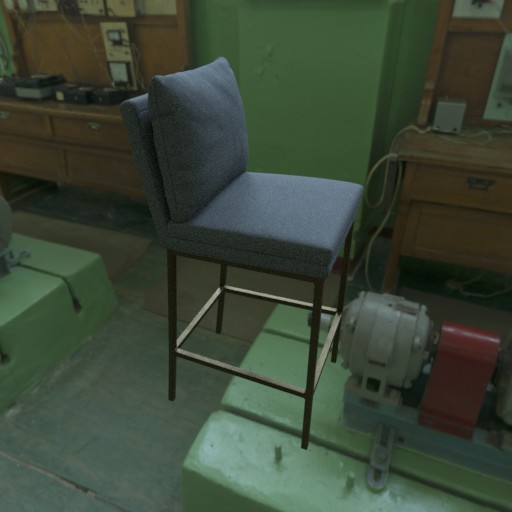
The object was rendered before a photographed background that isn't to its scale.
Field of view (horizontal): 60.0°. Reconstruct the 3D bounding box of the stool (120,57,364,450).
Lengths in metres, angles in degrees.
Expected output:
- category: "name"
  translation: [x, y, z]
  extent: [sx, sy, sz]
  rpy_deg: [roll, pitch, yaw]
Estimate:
- category: "stool"
  translation: [0.000, 0.000, 1.431]
  extent: [0.569, 1.130, 0.463]
  rpy_deg: [12, 33, 18]
